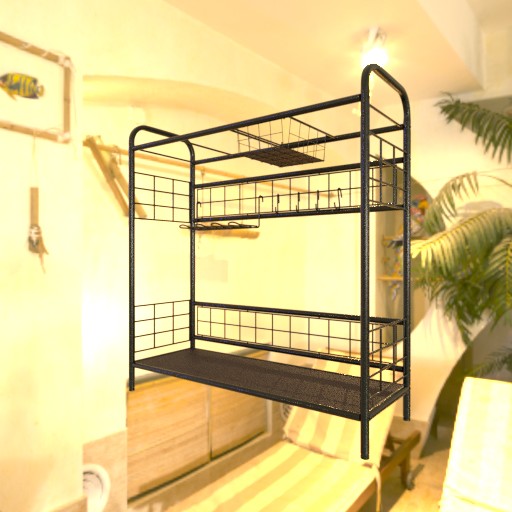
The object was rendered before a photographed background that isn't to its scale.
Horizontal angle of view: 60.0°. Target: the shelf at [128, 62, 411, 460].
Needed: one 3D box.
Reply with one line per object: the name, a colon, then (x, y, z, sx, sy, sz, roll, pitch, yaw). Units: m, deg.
shelf: (0.000, 0.000, 1.537, 0.961, 1.026, 0.350, 0, 0, 37)
